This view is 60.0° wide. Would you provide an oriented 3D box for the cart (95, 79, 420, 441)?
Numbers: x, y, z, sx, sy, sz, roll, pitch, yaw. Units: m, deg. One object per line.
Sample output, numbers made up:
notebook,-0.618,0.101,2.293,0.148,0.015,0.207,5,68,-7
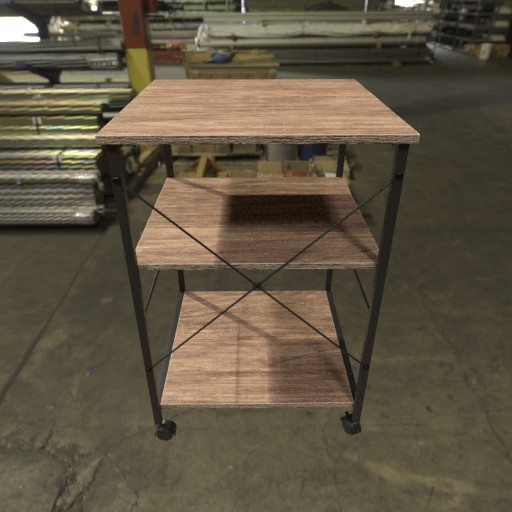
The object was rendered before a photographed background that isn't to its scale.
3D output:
cart,0.000,0.000,1.127,0.521,0.762,0.520,0,31,-1
